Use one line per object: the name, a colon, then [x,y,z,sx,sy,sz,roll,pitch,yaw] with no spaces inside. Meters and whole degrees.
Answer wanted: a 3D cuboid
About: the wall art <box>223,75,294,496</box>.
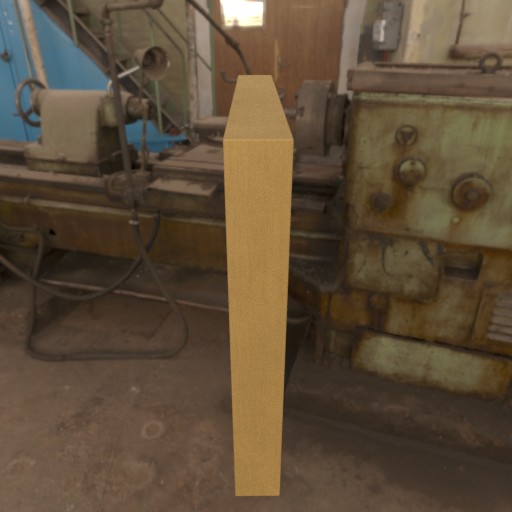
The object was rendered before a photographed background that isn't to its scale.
wall art: [0.000,0.000,0.443,0.038,0.305,0.305,0,28,0]
